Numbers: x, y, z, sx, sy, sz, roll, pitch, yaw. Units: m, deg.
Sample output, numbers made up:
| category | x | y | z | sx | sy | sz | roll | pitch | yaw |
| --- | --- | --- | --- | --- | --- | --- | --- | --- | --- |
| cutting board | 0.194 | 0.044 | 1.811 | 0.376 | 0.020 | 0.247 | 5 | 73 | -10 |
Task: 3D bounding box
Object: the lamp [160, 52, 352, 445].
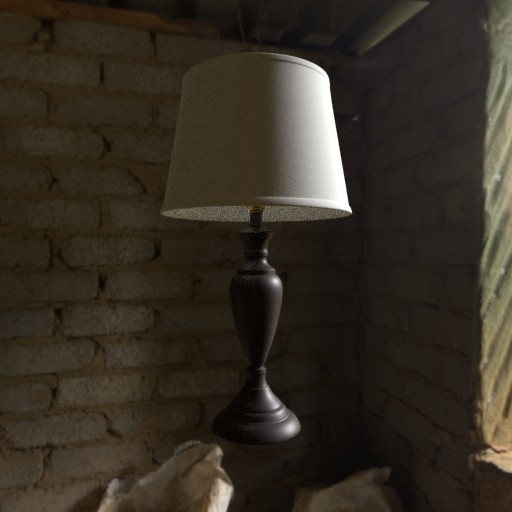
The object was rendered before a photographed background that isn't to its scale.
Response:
| category | x | y | z | sx | sy | sz | roll | pitch | yaw |
| --- | --- | --- | --- | --- | --- | --- | --- | --- | --- |
| lamp | 0.000 | 0.000 | 0.793 | 0.335 | 0.611 | 0.335 | 0 | 0 | 0 |
